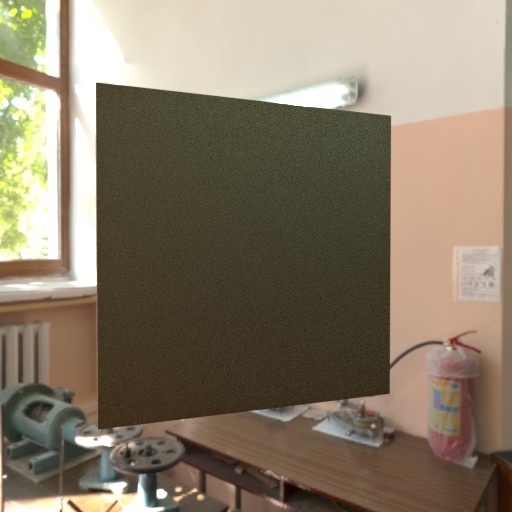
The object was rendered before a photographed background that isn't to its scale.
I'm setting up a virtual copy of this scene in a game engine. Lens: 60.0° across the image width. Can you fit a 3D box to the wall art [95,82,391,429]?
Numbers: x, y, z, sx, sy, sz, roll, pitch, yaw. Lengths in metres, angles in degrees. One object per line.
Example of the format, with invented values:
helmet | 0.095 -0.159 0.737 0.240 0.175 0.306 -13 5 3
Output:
wall art | 0.000 0.000 0.744 0.503 0.506 0.040 0 1 -19
